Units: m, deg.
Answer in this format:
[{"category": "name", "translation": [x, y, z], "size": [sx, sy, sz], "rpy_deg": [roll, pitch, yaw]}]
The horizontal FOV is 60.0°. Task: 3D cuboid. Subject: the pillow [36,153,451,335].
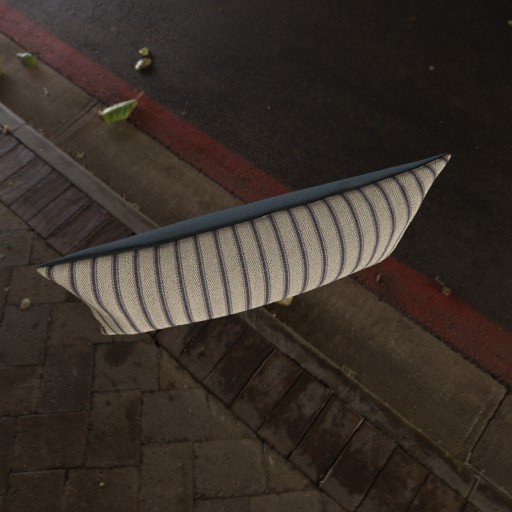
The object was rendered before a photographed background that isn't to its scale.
[{"category": "pillow", "translation": [0.000, 0.000, 0.750], "size": [0.609, 0.305, 0.151], "rpy_deg": [-16, 63, -8]}]
